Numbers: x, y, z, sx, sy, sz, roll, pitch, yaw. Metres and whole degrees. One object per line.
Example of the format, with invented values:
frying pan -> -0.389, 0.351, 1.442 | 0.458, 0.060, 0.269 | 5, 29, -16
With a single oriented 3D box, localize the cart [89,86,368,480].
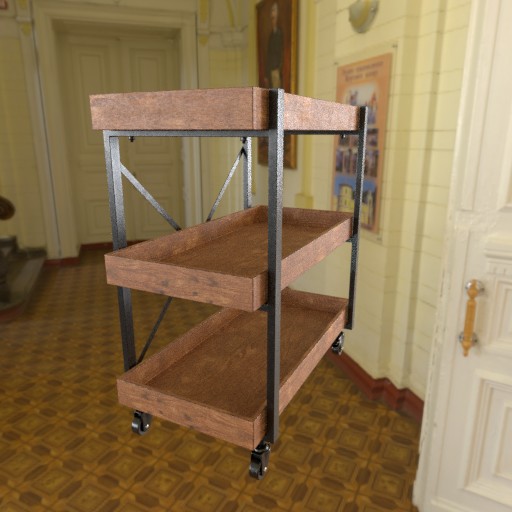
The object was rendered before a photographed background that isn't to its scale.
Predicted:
cart -> 0.000, 0.000, 1.220 | 0.411, 0.800, 0.750 | 8, 17, 26
